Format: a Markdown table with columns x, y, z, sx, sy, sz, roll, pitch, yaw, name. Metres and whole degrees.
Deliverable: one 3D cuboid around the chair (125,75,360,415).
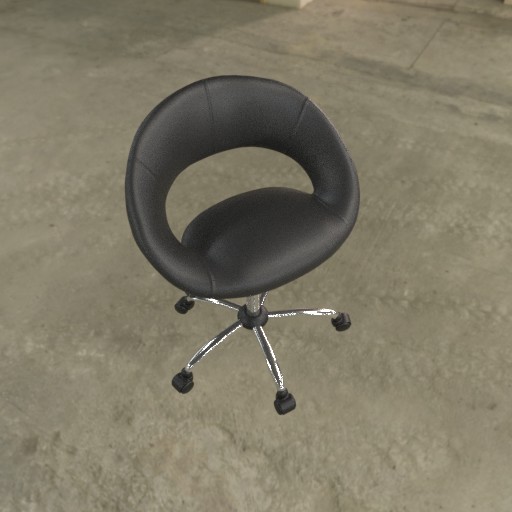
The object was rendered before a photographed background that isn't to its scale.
| x | y | z | sx | sy | sz | roll | pitch | yaw | name |
| --- | --- | --- | --- | --- | --- | --- | --- | --- | --- |
| 0.000 | 0.000 | 1.178 | 0.612 | 0.791 | 0.538 | -25 | 51 | -22 | chair |
